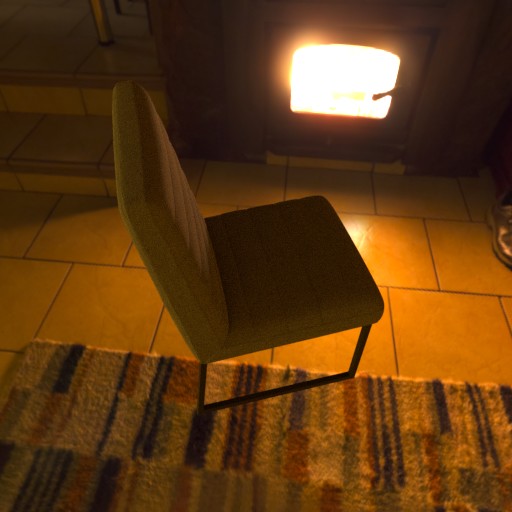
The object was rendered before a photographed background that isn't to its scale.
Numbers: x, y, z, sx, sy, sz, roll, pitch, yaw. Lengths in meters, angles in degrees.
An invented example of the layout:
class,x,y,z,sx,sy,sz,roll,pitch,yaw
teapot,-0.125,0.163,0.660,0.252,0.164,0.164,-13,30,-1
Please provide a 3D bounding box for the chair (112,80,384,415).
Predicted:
class,x,y,z,sx,sy,sz,roll,pitch,yaw
chair,0.000,0.000,1.323,0.634,0.930,0.520,-10,48,-9
